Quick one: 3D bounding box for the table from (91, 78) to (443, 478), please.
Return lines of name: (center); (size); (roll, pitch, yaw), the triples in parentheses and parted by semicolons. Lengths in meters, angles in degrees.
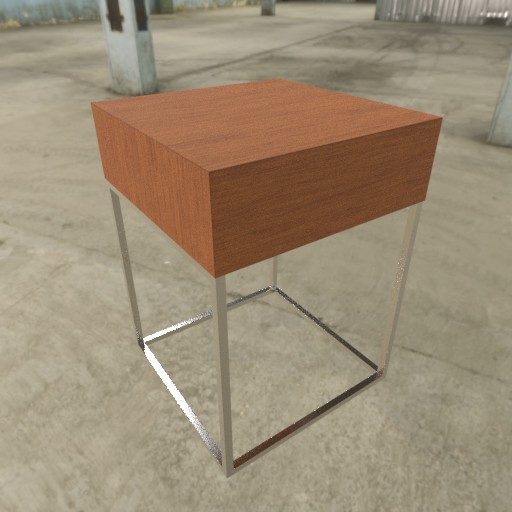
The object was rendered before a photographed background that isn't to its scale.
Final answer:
table: (0.000, 0.000, 0.838); (0.397, 0.540, 0.398); (-20, 36, -29)
